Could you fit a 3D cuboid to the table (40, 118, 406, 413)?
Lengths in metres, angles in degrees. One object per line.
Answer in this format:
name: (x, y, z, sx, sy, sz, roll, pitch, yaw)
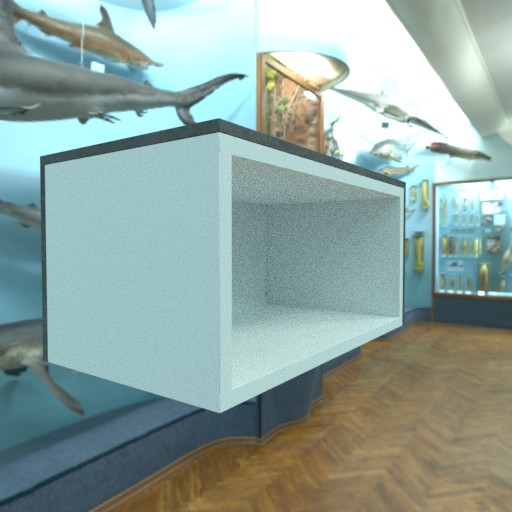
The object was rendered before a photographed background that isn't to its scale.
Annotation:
table: (0.000, 0.000, 0.924, 0.400, 0.350, 0.700, 1, 2, 36)
